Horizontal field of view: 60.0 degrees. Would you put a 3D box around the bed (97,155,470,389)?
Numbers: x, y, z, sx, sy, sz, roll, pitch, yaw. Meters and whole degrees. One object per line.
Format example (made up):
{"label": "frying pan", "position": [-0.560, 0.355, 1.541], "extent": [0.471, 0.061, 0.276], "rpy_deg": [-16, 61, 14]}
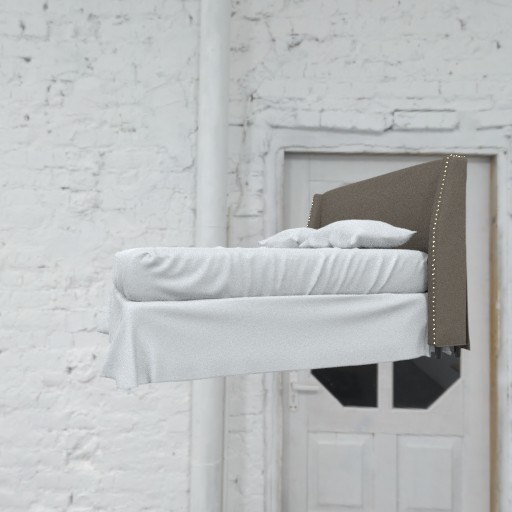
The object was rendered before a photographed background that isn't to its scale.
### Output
{"label": "bed", "position": [0.000, 0.000, 3.384], "extent": [2.276, 1.332, 1.925], "rpy_deg": [0, 0, -20]}
